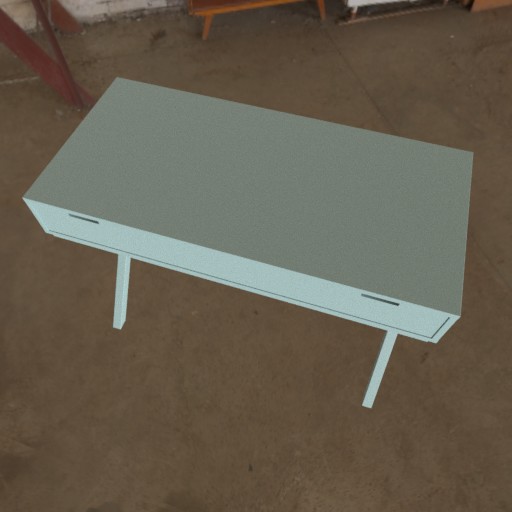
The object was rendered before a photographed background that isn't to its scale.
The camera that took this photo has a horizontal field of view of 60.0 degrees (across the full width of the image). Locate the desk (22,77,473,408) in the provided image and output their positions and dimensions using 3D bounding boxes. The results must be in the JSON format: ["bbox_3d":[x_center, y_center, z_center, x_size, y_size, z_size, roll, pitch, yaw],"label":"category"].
[{"bbox_3d":[0.000,0.000,1.470,1.059,0.780,0.509,15,59,10],"label":"desk"}]
